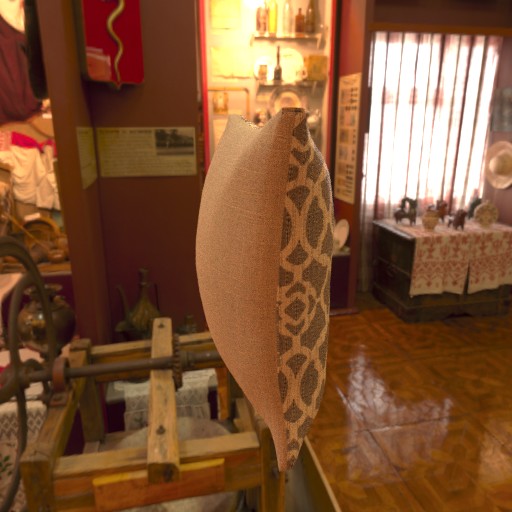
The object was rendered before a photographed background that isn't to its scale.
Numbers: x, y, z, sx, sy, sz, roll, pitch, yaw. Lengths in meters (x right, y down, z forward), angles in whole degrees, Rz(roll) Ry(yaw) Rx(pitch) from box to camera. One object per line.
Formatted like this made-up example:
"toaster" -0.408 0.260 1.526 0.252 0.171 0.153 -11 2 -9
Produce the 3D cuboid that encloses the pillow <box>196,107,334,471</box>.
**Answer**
"pillow" 0.000 0.000 0.800 0.215 0.498 0.508 -3 17 -10
